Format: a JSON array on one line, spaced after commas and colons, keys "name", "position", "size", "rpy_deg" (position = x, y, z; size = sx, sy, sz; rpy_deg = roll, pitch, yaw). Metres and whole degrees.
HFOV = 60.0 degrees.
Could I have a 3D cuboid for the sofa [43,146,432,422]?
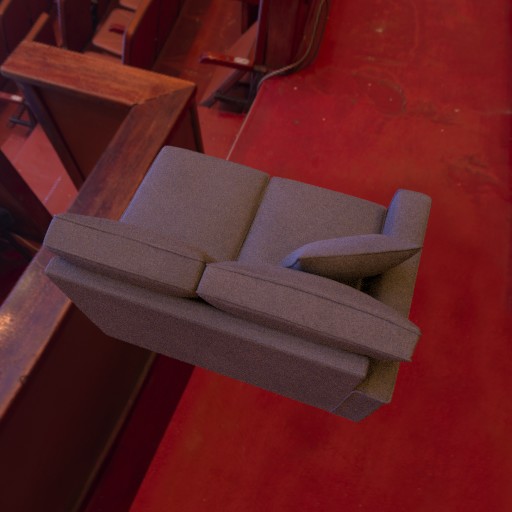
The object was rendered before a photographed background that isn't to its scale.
[{"name": "sofa", "position": [0.000, 0.000, 2.052], "size": [1.388, 0.989, 0.991], "rpy_deg": [17, 63, 9]}]
